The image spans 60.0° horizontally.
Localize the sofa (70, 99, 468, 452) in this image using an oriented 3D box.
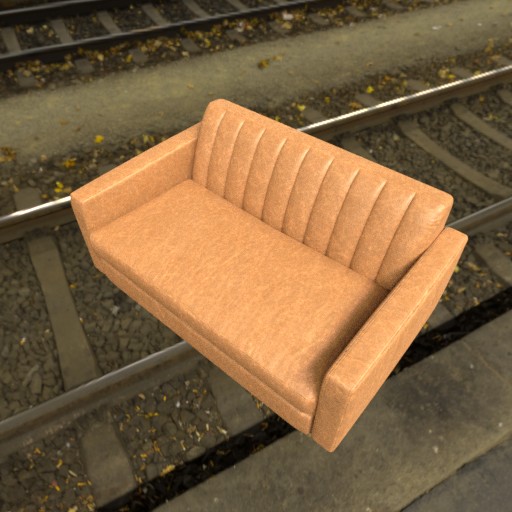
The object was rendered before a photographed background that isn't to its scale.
[{"bbox_3d":[0.000,0.000,2.099,1.549,0.820,0.960,31,54,27],"label":"sofa"}]
